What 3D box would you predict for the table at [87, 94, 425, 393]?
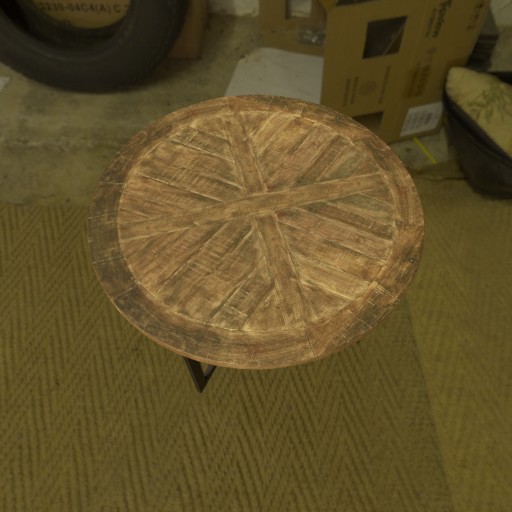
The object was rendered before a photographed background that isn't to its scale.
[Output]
[{"bbox_3d":[0.000,0.000,2.013,1.264,0.762,1.264,0,58,0],"label":"table"}]
